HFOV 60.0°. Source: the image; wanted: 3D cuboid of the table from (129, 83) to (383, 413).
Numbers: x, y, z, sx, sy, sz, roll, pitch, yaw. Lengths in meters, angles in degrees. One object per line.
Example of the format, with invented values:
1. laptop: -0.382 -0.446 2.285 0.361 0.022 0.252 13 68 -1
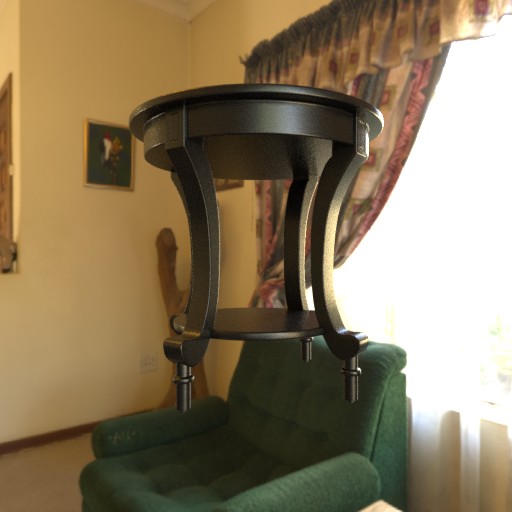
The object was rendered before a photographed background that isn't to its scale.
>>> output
1. table: 0.000 0.000 1.084 0.597 0.618 0.597 0 1 0
